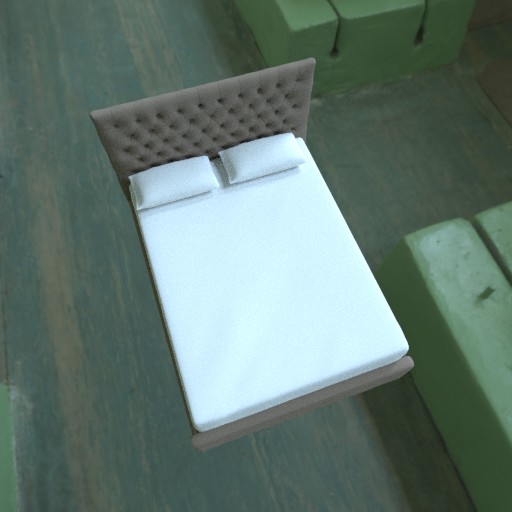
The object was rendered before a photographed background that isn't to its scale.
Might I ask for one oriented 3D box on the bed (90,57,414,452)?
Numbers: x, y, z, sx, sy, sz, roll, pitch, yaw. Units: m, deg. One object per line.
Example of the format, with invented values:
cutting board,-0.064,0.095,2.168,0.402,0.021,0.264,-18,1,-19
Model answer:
bed,0.000,0.000,3.341,1.696,1.426,2.233,-17,64,-9
